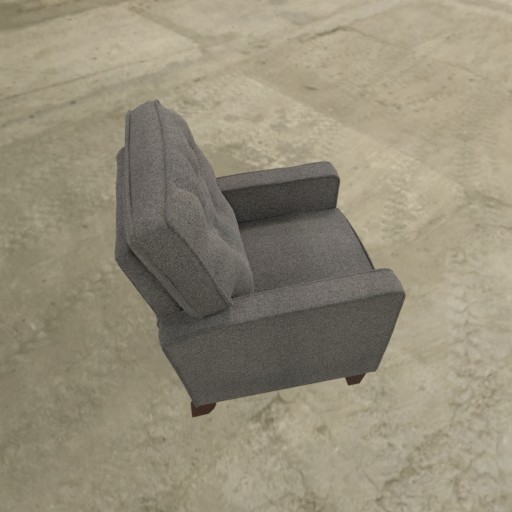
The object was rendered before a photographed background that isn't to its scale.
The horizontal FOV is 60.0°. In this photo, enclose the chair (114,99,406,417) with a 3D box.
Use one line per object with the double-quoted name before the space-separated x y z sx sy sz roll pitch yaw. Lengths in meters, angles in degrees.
"chair" 0.000 0.000 1.456 0.775 0.889 0.650 -8 46 -8
